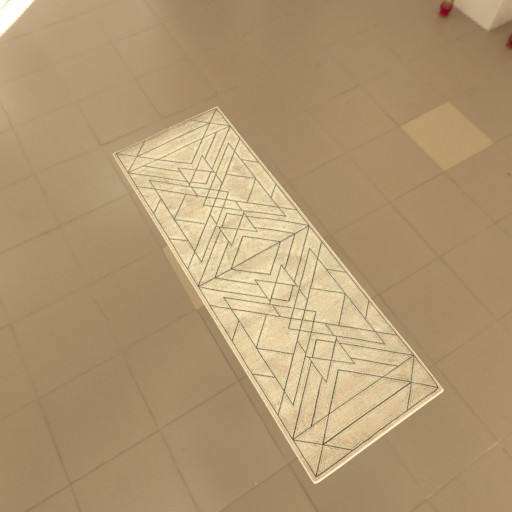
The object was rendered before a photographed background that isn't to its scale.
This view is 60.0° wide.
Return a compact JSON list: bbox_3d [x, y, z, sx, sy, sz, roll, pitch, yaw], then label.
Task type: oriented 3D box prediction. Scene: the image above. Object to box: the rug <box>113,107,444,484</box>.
[{"bbox_3d":[0.000,0.000,2.672,0.831,0.036,2.381,-29,66,-14],"label":"rug"}]
